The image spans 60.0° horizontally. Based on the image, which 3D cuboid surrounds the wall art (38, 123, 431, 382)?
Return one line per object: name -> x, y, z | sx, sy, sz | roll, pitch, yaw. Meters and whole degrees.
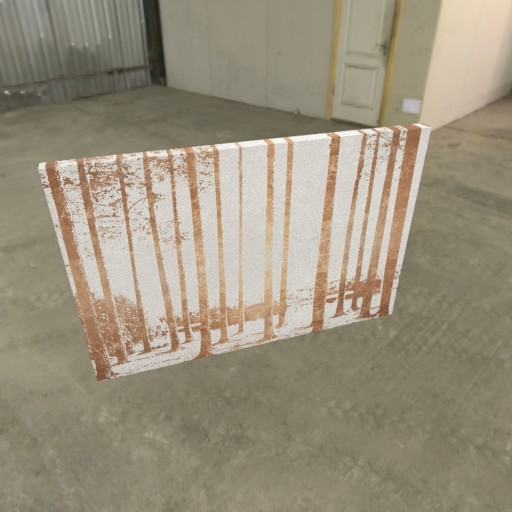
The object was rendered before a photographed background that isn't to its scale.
wall art -> 0.000, 0.000, 1.169 | 0.914, 0.609, 0.035 | -10, 34, -15
